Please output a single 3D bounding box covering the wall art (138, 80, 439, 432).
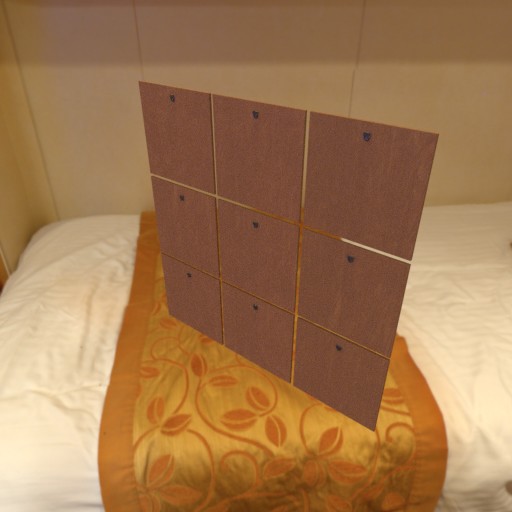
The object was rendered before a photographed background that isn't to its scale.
[{"bbox_3d":[0.000,0.000,2.259,1.526,1.522,0.023,22,38,32],"label":"wall art"}]
